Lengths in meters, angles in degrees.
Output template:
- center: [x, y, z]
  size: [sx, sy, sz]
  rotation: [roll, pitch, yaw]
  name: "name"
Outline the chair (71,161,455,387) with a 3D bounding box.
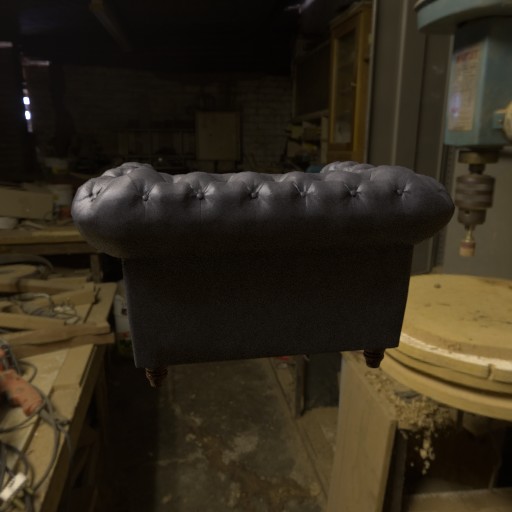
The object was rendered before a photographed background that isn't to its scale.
- center: [0.000, 0.000, 1.874]
  size: [1.298, 0.780, 0.943]
  rotation: [-2, 15, -9]
  name: "chair"
